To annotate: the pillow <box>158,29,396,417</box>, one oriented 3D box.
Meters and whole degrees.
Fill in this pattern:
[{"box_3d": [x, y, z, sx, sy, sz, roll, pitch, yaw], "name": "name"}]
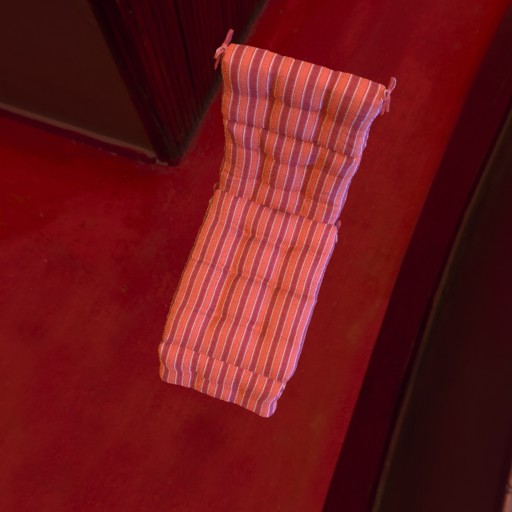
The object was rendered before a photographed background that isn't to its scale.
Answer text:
[{"box_3d": [0.000, 0.000, 1.506, 0.526, 0.863, 1.016, 18, 75, 5], "name": "pillow"}]
